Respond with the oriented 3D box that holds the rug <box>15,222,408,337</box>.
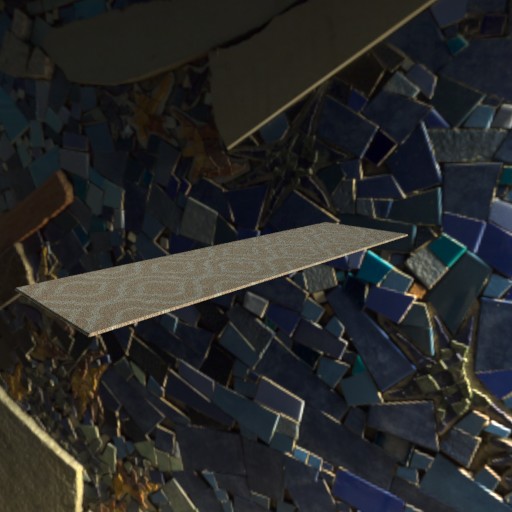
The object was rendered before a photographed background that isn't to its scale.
[{"bbox_3d":[0.000,0.000,2.479,0.691,0.013,2.289,13,20,42],"label":"rug"}]
